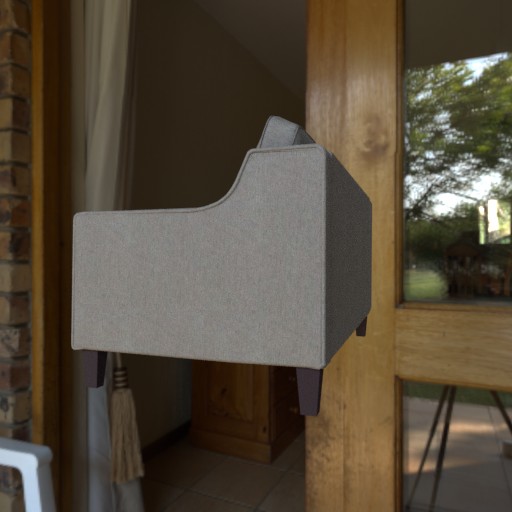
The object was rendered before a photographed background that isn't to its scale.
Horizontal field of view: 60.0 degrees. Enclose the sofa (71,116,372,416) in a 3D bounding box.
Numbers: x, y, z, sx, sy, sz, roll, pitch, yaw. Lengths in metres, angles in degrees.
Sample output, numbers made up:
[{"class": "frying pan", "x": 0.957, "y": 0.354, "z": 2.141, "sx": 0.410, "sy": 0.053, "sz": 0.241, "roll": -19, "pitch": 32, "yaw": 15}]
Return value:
[{"class": "sofa", "x": 0.000, "y": 0.000, "z": 2.192, "sx": 0.985, "sy": 0.981, "sz": 1.503, "roll": 0, "pitch": 0, "yaw": 20}]
